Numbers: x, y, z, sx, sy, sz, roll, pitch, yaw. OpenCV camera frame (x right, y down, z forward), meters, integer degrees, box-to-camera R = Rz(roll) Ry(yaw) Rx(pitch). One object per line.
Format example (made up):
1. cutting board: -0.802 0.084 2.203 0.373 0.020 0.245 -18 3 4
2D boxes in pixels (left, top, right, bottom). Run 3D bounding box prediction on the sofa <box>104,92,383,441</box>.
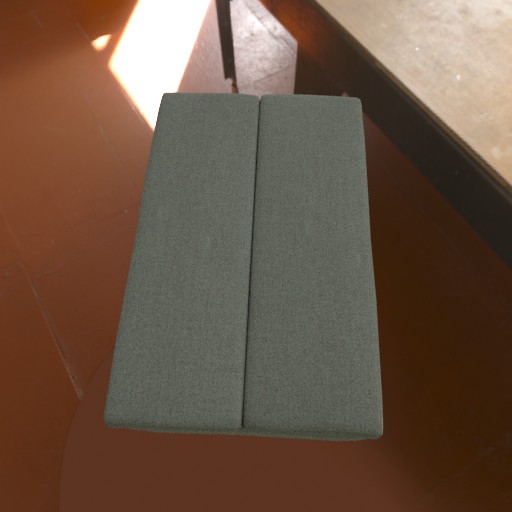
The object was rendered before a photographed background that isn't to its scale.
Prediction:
1. sofa: 0.000 0.000 1.651 0.817 0.434 1.250 2 65 1
